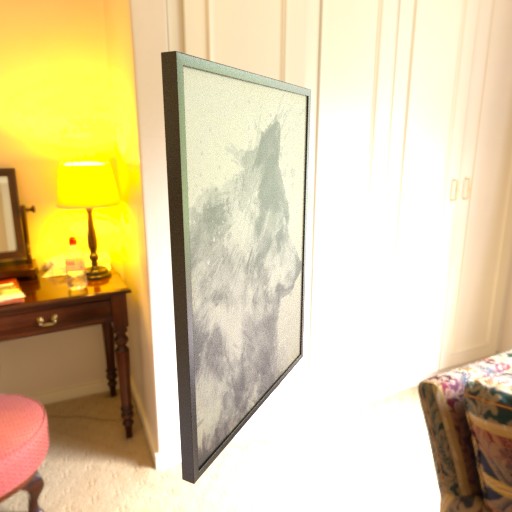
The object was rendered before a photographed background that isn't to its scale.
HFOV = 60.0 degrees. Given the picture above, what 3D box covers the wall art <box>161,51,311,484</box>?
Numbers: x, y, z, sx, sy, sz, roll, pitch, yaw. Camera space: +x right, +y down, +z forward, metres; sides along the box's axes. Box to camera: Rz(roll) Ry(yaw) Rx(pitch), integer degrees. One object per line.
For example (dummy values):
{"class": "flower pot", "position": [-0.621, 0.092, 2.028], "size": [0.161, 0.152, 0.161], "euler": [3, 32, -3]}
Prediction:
{"class": "wall art", "position": [0.000, 0.000, 1.398], "size": [0.039, 1.061, 0.804], "euler": [7, 16, 26]}
